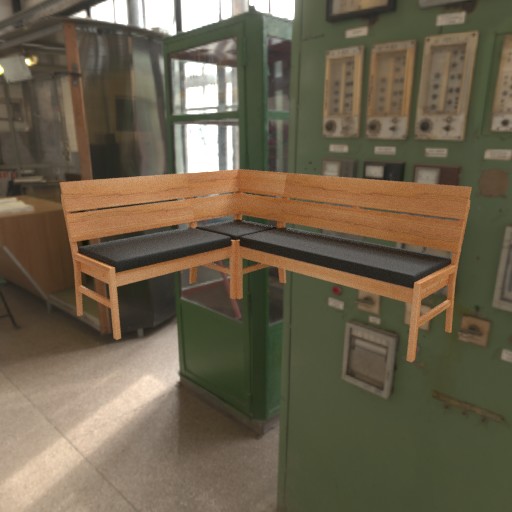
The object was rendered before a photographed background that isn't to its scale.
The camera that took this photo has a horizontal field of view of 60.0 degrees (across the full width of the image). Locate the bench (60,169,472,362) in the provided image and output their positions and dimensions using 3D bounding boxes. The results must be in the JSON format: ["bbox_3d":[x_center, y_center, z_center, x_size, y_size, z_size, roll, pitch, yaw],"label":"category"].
[{"bbox_3d":[0.000,0.000,2.775,1.948,0.890,1.548,15,21,43],"label":"bench"}]
